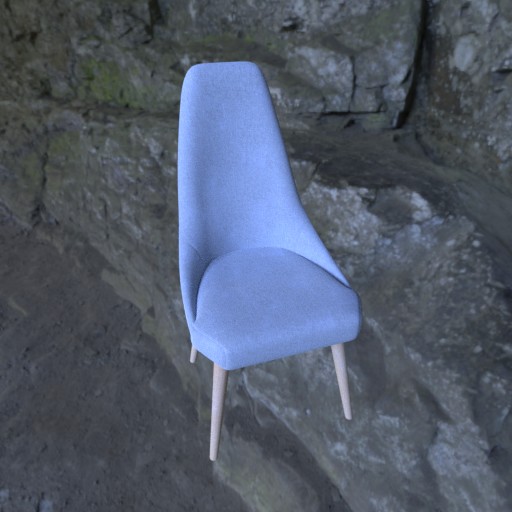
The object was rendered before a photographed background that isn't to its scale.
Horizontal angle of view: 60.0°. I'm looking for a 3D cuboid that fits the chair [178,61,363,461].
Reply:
[{"bbox_3d":[0.000,0.000,1.387,0.510,1.040,0.660,-10,33,-16],"label":"chair"}]
